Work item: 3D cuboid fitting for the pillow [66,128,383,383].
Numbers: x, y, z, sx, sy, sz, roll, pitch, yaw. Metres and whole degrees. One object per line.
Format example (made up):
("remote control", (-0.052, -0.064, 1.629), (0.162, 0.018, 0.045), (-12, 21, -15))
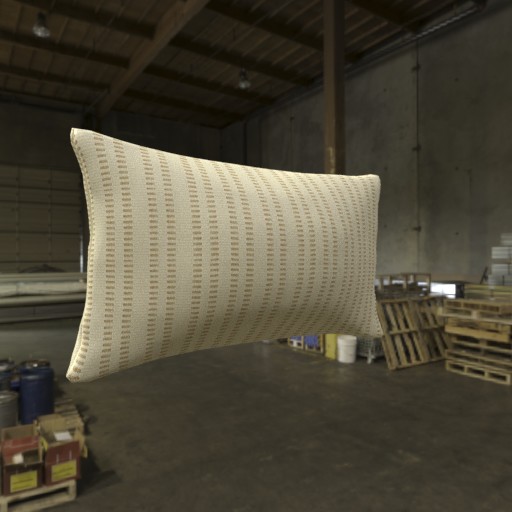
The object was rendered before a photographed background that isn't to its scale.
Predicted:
("pillow", (0.000, 0.000, 0.791), (0.640, 0.353, 0.210), (0, 0, -34))
